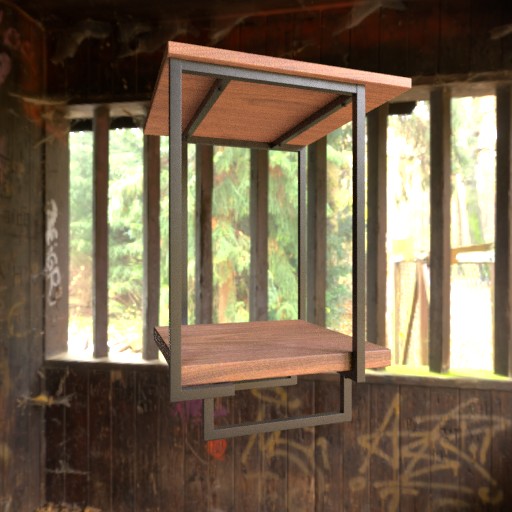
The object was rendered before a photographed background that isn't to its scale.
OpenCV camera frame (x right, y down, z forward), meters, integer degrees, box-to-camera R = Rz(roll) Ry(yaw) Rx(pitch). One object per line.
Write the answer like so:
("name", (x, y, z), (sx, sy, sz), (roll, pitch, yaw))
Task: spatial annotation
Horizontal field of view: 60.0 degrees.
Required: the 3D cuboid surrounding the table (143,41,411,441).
("table", (0.000, 0.000, 0.839), (0.384, 0.567, 0.411), (0, 0, -19))
